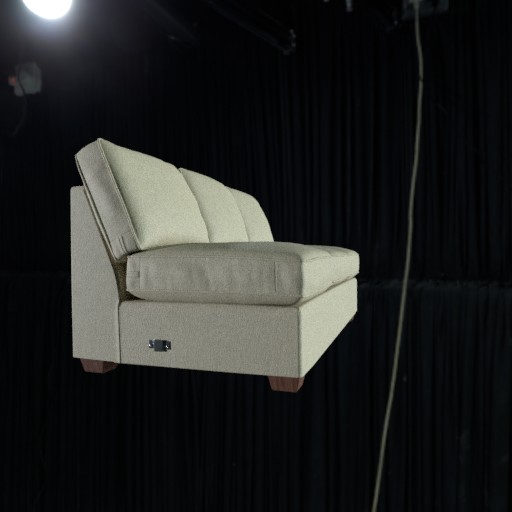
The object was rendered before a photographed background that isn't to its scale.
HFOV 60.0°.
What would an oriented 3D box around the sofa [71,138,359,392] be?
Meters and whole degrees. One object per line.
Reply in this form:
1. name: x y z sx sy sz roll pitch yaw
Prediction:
1. sofa: 0.000 0.000 2.591 1.027 0.973 1.962 0 1 19
